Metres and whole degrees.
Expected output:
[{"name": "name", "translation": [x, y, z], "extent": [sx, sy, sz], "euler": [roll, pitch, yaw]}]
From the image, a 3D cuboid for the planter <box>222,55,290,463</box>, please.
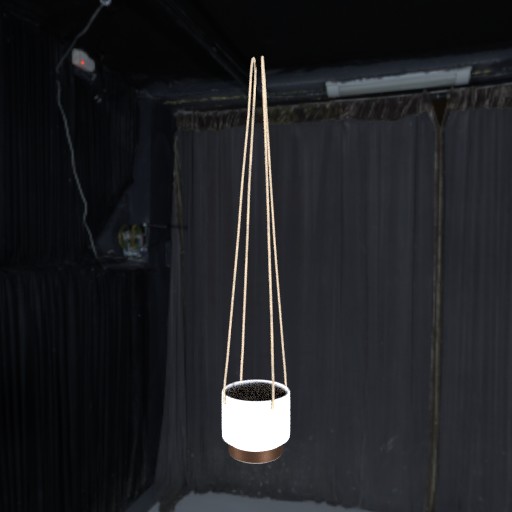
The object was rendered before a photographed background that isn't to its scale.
[{"name": "planter", "translation": [0.000, 0.000, 0.946], "extent": [0.146, 0.841, 0.146], "euler": [0, 2, 17]}]
